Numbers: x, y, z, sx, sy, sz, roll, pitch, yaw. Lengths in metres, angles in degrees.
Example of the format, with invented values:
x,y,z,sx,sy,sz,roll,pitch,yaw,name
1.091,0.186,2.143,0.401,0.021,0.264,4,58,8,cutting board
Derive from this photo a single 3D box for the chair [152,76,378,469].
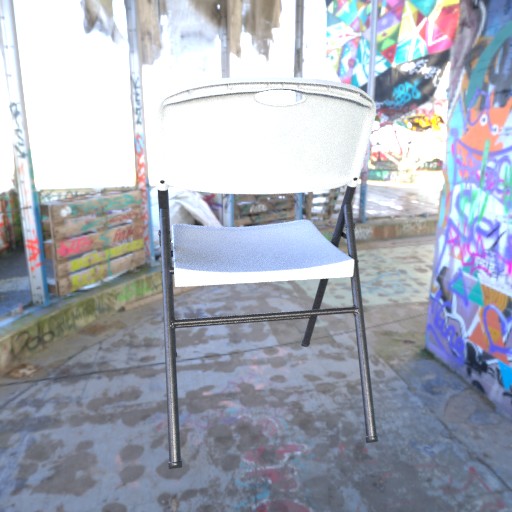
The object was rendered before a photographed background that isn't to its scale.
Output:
x,y,z,sx,sy,sz,roll,pitch,yaw,name
0.000,0.000,1.168,0.494,0.810,0.566,-3,14,-11,chair
